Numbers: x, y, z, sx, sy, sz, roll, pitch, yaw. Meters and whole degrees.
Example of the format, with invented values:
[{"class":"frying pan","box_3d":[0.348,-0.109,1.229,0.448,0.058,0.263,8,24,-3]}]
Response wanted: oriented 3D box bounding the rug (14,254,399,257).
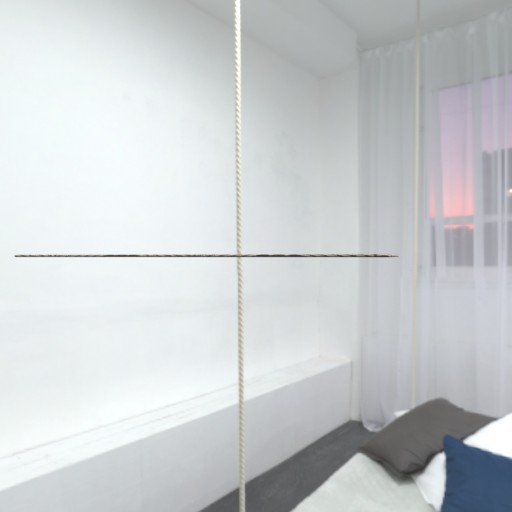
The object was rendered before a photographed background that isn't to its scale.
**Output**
[{"class":"rug","box_3d":[0.000,0.000,4.034,2.438,0.016,3.048,0,0,19]}]
